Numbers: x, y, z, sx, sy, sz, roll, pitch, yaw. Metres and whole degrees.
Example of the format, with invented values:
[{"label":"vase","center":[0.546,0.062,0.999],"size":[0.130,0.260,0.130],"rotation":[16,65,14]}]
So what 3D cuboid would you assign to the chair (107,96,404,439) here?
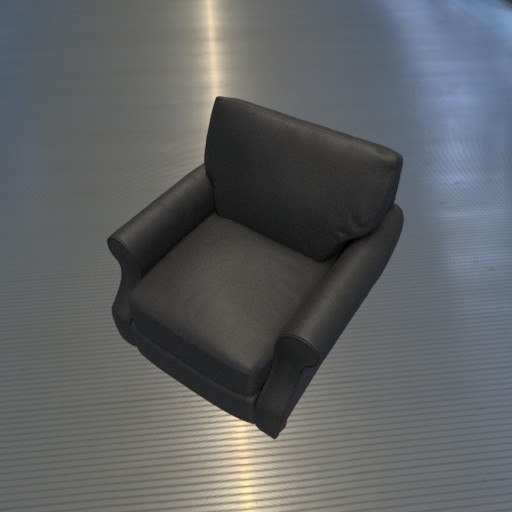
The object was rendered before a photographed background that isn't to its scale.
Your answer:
[{"label":"chair","center":[0.000,0.000,1.852],"size":[1.015,0.960,1.027],"rotation":[30,53,26]}]
